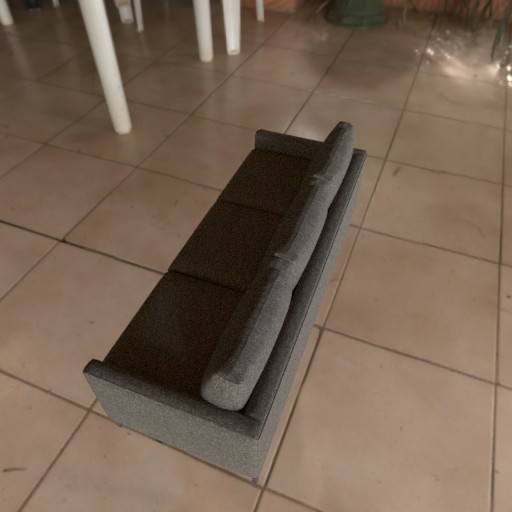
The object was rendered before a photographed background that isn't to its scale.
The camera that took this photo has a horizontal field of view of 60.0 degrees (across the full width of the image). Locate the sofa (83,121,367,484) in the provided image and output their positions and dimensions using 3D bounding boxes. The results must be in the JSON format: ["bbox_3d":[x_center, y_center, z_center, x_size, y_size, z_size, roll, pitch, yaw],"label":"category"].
[{"bbox_3d":[0.000,0.000,2.721,0.876,0.879,2.253,16,48,14],"label":"sofa"}]
